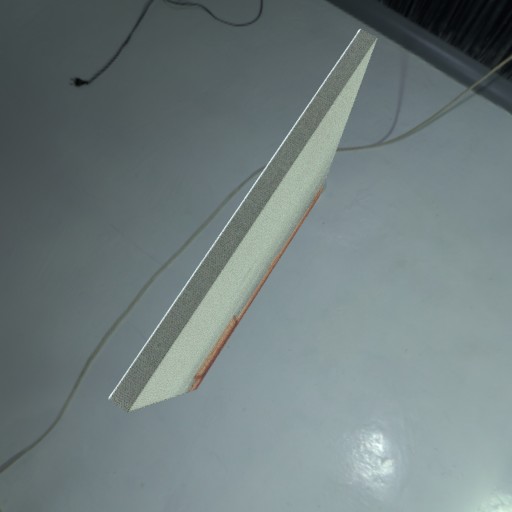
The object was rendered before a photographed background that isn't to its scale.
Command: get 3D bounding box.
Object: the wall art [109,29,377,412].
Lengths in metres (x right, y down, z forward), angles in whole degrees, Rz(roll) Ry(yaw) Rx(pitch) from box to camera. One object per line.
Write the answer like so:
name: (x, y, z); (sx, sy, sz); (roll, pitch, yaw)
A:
wall art: (0.000, 0.000, 1.092); (0.042, 0.760, 0.760); (31, 78, 8)
